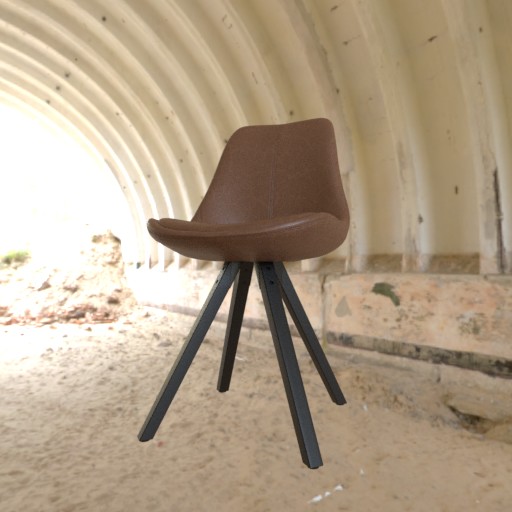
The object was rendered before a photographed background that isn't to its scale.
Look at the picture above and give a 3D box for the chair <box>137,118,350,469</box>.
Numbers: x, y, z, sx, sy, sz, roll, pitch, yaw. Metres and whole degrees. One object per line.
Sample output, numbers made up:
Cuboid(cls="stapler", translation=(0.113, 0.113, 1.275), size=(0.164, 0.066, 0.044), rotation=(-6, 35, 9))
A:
Cuboid(cls="chair", translation=(0.000, 0.000, 1.157), size=(0.475, 0.850, 0.550), rotation=(0, -1, 20))
